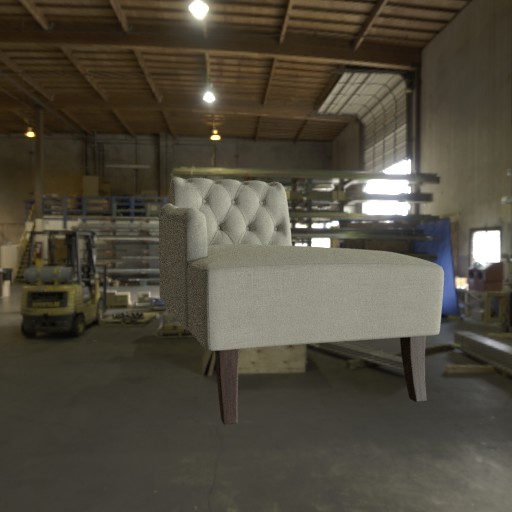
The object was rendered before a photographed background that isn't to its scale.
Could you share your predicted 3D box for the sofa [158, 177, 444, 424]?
[{"bbox_3d":[0.000,0.000,1.768,0.675,0.787,1.379,0,1,-17],"label":"sofa"}]
